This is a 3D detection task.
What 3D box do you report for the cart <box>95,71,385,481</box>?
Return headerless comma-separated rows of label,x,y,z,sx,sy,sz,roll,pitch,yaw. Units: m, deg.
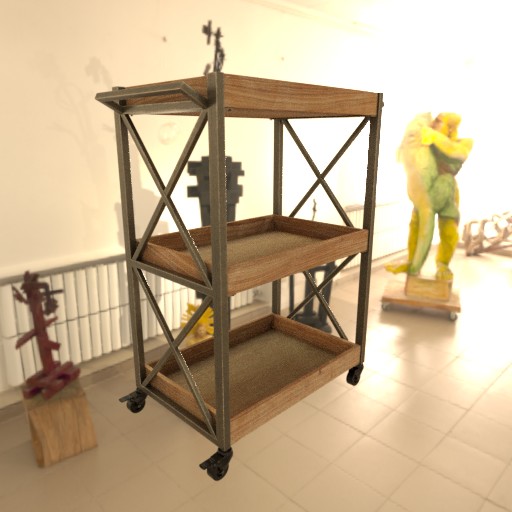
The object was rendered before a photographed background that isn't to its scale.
cart,0.000,0.000,1.185,0.377,0.835,0.673,15,21,43
